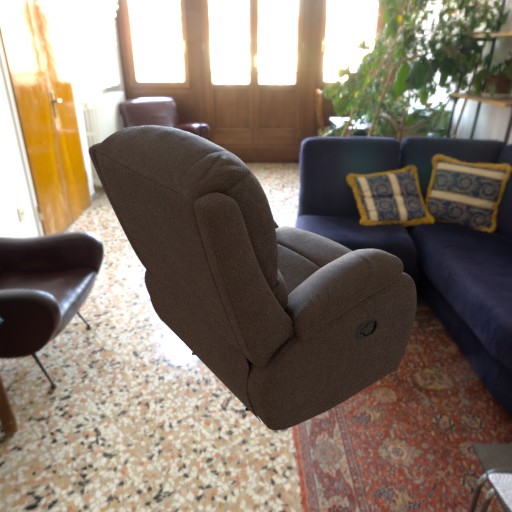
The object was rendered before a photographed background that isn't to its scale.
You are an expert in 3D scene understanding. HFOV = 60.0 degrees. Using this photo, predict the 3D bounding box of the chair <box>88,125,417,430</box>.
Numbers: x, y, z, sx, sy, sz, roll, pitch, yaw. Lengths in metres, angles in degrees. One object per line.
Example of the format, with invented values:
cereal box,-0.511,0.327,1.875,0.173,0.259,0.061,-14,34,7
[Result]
chair,0.000,0.000,1.705,0.899,1.011,0.930,-17,30,-32
